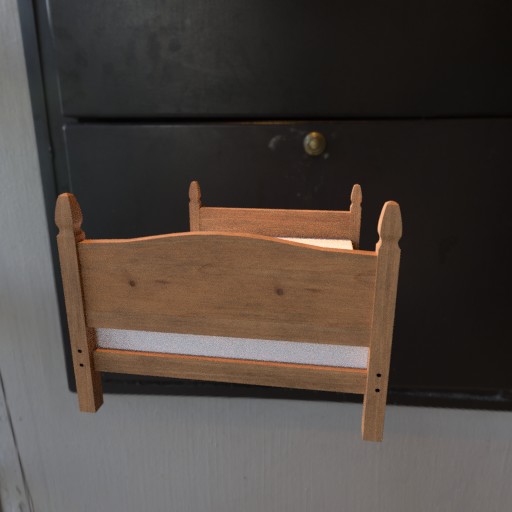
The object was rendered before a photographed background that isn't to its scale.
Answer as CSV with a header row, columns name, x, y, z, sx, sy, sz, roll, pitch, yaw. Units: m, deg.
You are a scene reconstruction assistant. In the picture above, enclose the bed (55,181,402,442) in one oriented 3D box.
name,x,y,z,sx,sy,sz,roll,pitch,yaw
bed,0.000,0.000,2.953,1.490,1.100,2.069,3,17,8
